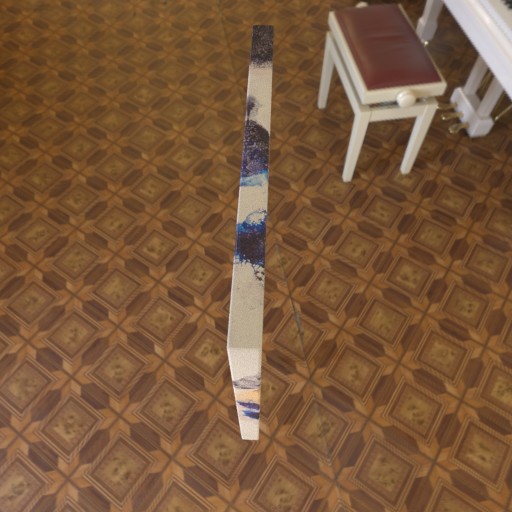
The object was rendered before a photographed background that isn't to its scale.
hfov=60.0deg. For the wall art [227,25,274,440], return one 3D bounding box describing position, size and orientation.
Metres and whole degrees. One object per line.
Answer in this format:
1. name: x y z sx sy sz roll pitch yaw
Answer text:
1. wall art: 0.000 0.000 0.903 0.039 0.609 0.609 2 59 1
